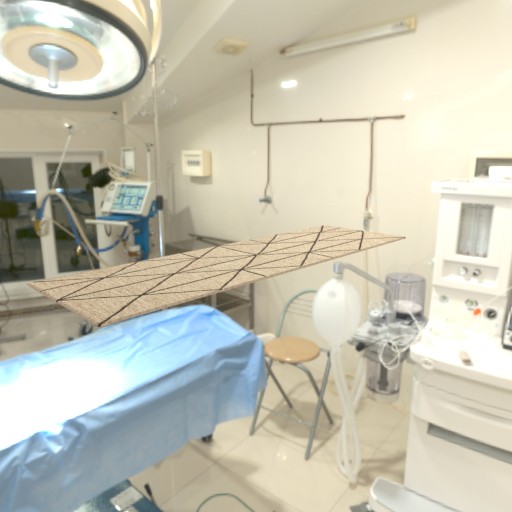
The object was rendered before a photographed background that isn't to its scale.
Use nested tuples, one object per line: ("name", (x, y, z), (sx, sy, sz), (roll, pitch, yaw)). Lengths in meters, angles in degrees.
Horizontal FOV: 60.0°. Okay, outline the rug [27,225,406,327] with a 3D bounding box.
("rug", (0.000, 0.000, 2.760), (0.762, 0.012, 2.438), (13, 19, 43))
